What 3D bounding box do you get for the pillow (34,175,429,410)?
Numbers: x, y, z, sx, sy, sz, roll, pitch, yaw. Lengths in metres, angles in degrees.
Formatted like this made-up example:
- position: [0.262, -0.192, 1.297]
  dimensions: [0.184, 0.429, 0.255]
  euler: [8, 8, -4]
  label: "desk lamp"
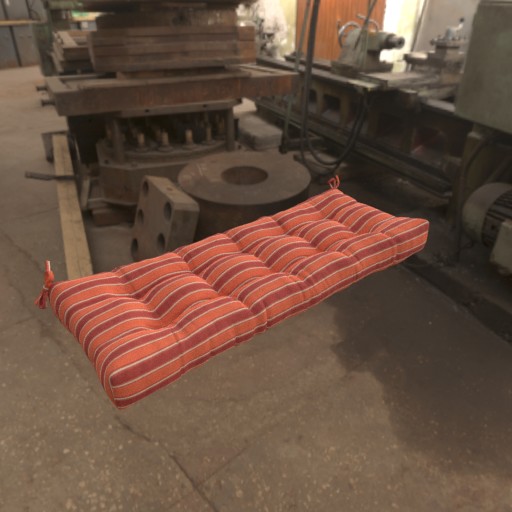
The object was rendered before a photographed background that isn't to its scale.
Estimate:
- position: [0.000, 0.000, 1.355]
  dimensions: [1.194, 0.174, 0.511]
  euler: [-22, 37, -33]
  label: "pillow"
